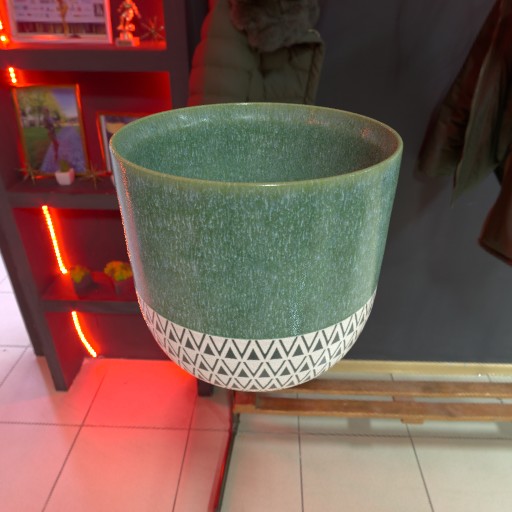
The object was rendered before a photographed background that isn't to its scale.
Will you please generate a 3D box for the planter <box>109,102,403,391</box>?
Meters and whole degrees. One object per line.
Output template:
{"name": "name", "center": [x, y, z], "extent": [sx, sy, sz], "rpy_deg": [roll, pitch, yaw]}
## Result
{"name": "planter", "center": [0.000, 0.000, 0.483], "extent": [0.266, 0.270, 0.266], "rpy_deg": [0, 31, 0]}
